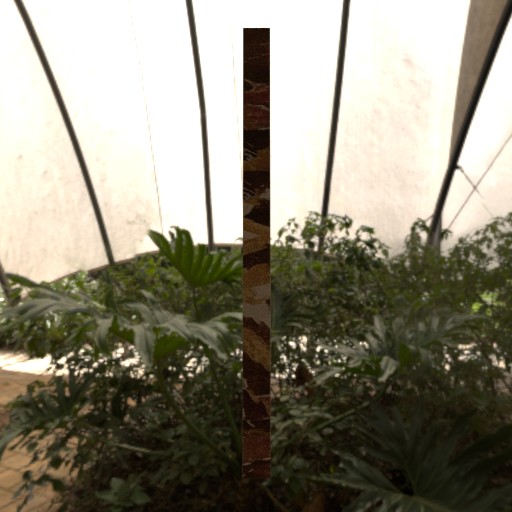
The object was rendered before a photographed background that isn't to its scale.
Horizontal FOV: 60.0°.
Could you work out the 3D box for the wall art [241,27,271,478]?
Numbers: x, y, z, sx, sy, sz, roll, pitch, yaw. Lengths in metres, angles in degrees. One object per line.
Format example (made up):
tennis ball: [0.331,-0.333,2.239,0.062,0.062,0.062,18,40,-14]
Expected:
wall art: [0.000,0.000,0.907,0.041,0.613,0.609,0,-2,0]
